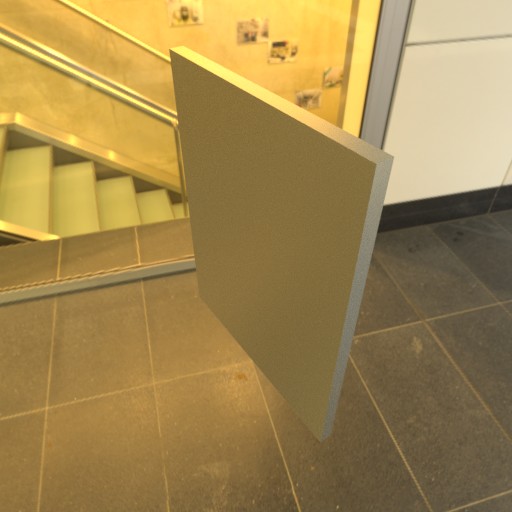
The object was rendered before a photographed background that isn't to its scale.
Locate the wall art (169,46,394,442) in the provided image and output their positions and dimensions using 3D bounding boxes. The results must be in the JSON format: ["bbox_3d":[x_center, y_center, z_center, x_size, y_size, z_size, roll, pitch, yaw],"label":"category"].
[{"bbox_3d":[0.000,0.000,0.760,0.025,0.569,0.444,-25,47,-26],"label":"wall art"}]
